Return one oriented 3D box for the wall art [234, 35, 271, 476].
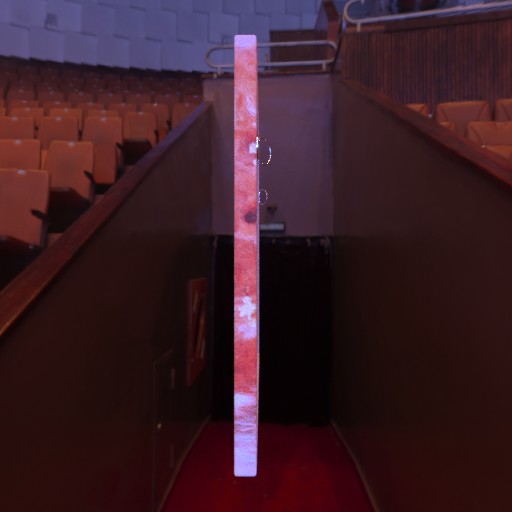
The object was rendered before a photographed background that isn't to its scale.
[{"bbox_3d":[0.000,0.000,1.119,0.064,0.746,0.747,0,0,1],"label":"wall art"}]
